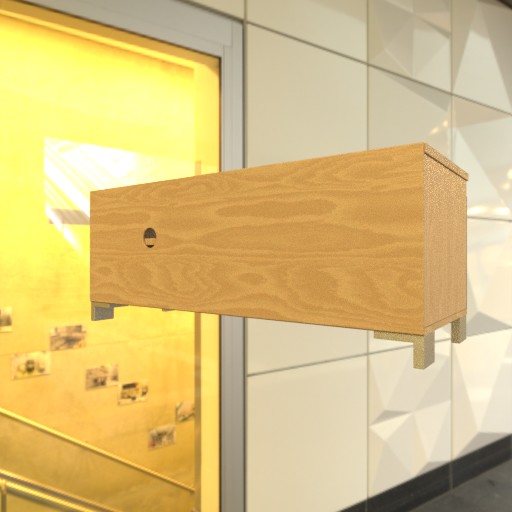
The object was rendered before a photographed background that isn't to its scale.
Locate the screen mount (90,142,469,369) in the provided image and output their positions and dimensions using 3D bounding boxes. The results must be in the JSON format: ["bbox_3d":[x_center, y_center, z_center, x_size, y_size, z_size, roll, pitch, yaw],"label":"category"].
[{"bbox_3d":[0.000,0.000,1.318,1.084,0.432,0.406,0,0,36],"label":"screen mount"}]
